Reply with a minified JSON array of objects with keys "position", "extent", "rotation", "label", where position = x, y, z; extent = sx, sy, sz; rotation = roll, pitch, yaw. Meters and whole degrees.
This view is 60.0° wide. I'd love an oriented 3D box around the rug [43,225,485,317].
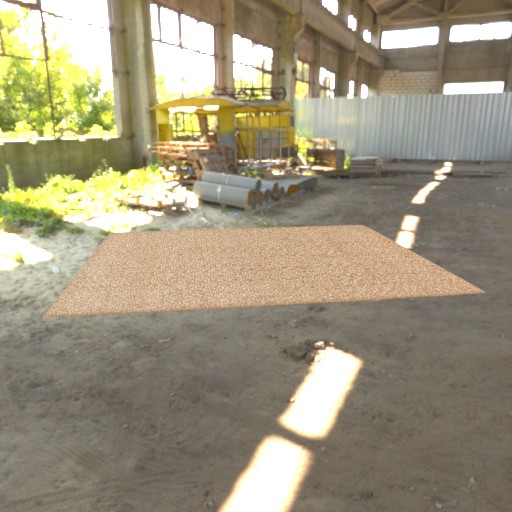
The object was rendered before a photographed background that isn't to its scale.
[{"position":[0.000,0.000,4.136],"extent":[3.048,0.013,2.439],"rotation":[-2,16,-8],"label":"rug"}]
